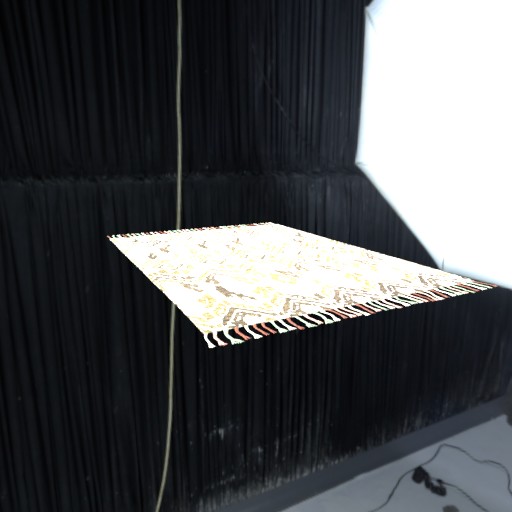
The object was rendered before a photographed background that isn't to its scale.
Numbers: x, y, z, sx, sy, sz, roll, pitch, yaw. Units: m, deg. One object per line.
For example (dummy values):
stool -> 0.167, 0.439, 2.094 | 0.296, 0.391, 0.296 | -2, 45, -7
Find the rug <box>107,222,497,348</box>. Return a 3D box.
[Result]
rug -> 0.000, 0.000, 2.260 | 1.219, 0.008, 1.829 | -7, 15, -27
